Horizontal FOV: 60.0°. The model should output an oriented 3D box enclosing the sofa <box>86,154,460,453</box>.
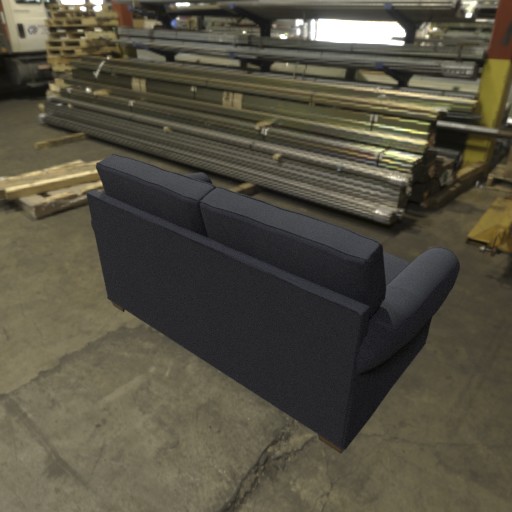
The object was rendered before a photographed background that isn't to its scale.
[{"bbox_3d":[0.000,0.000,2.540,2.009,1.031,0.951,23,37,34],"label":"sofa"}]
